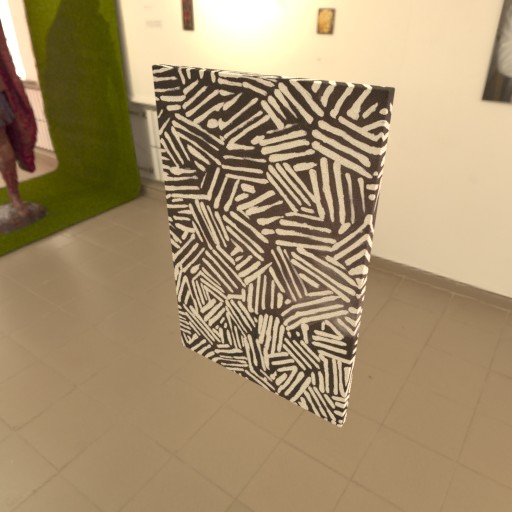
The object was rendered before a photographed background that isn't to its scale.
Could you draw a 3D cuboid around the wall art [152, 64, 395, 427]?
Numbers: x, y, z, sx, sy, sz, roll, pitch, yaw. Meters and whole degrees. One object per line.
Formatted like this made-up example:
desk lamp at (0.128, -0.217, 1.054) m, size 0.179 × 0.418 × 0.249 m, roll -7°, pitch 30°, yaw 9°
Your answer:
wall art at (0.000, 0.000, 1.200) m, size 0.615 × 0.918 × 0.035 m, roll 19°, pitch 35°, yaw 30°
